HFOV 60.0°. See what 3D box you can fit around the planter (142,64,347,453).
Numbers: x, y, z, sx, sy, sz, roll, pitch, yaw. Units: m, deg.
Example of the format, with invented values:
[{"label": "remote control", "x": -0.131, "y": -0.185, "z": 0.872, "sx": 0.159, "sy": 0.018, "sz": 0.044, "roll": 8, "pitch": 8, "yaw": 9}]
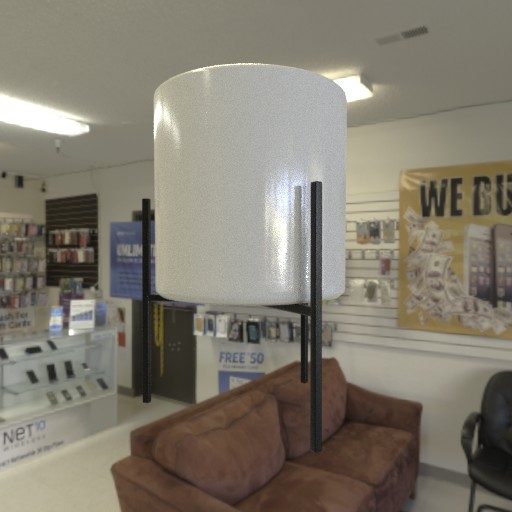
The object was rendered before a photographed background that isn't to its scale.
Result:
[{"label": "planter", "x": 0.000, "y": 0.000, "z": 0.522, "sx": 0.239, "sy": 0.356, "sz": 0.239, "roll": 1, "pitch": 1, "yaw": 37}]
